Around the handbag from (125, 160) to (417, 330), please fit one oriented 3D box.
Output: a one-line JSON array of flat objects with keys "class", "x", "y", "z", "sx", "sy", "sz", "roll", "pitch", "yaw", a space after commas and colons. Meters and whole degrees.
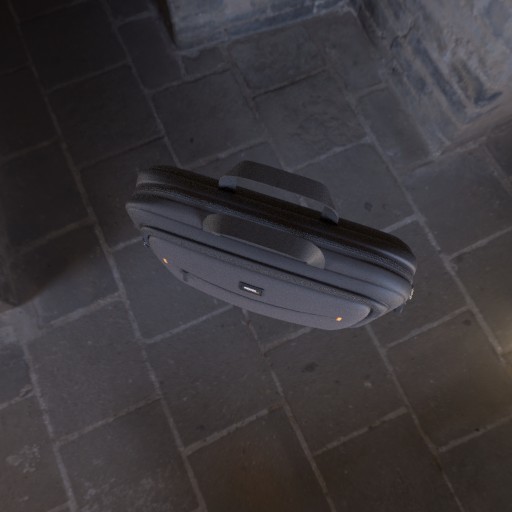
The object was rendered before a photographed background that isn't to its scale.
[{"class": "handbag", "x": 0.000, "y": 0.000, "z": 0.592, "sx": 0.429, "sy": 0.330, "sz": 0.126, "roll": 18, "pitch": 76, "yaw": 5}]
